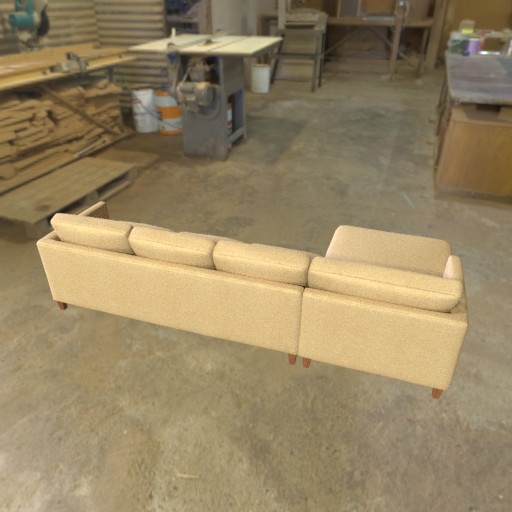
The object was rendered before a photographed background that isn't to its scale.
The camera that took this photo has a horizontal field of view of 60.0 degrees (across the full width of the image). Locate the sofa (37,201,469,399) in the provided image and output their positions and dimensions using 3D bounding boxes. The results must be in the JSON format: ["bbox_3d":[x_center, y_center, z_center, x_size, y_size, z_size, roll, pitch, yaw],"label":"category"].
[{"bbox_3d":[0.000,0.000,3.770,3.201,0.876,1.502,10,32,16],"label":"sofa"}]
